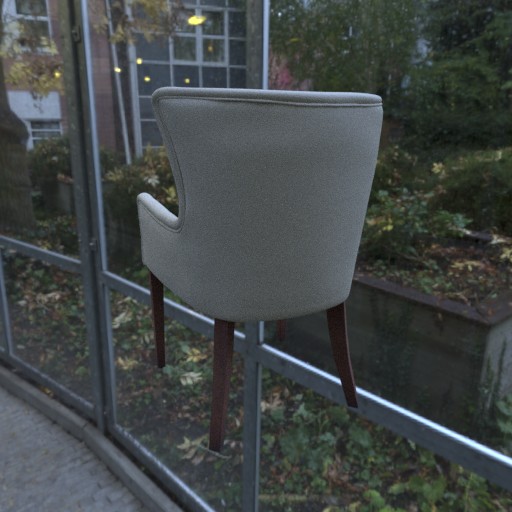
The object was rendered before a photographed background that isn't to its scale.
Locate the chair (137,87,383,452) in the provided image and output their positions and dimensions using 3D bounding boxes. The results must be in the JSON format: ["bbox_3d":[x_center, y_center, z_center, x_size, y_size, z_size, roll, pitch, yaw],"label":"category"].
[{"bbox_3d":[0.000,0.000,1.404,0.660,0.952,0.686,-7,17,-25],"label":"chair"}]
